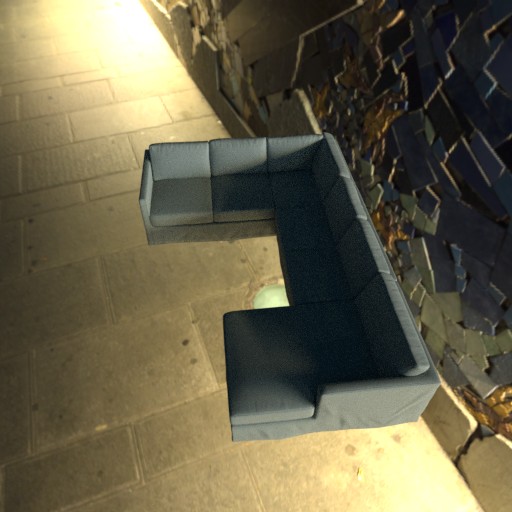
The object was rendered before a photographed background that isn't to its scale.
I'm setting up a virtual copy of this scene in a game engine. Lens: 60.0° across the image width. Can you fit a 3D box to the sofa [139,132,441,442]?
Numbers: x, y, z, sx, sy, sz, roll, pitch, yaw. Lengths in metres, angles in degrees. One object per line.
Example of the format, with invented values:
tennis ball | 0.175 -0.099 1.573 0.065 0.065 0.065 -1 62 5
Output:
sofa | 0.000 0.000 4.563 2.427 0.882 3.460 -4 46 -4
